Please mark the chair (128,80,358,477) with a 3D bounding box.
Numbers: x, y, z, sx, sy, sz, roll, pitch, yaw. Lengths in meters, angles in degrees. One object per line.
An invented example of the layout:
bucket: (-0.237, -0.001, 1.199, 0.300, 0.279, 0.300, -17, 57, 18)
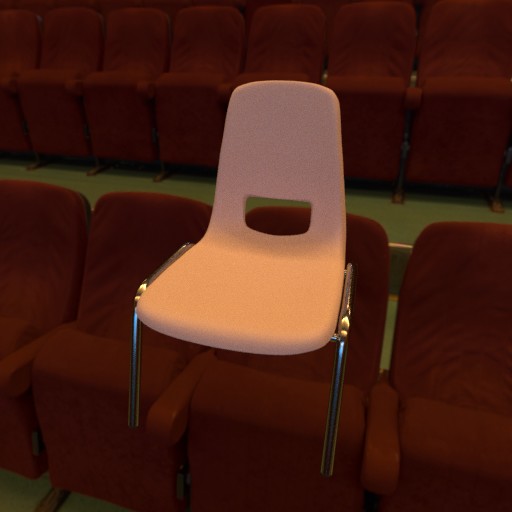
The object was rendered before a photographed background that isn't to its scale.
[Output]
chair: (0.000, 0.000, 0.768, 0.354, 0.537, 0.385, 7, 27, 15)
